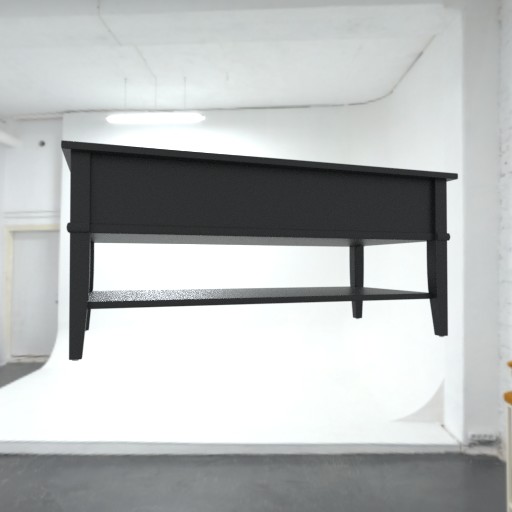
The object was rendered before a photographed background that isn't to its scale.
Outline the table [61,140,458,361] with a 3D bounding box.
[{"bbox_3d":[0.000,0.000,1.342,1.044,0.470,0.523,0,-1,-19],"label":"table"}]
